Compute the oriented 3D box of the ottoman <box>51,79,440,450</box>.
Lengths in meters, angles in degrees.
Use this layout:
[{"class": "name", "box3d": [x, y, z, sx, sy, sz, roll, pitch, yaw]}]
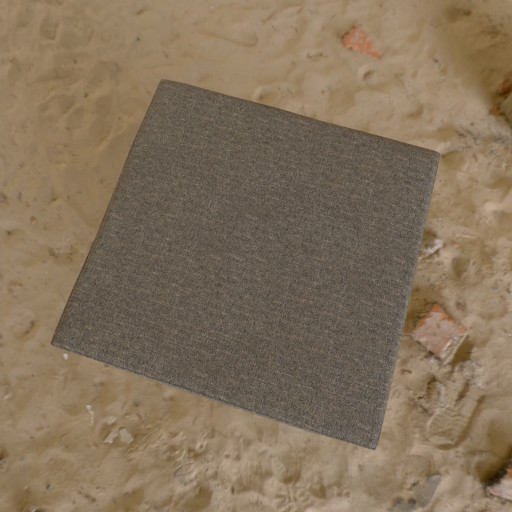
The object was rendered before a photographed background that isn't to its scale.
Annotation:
[{"class": "ottoman", "box3d": [0.000, 0.000, 1.538, 1.016, 0.379, 0.981, 16, 76, 4]}]
